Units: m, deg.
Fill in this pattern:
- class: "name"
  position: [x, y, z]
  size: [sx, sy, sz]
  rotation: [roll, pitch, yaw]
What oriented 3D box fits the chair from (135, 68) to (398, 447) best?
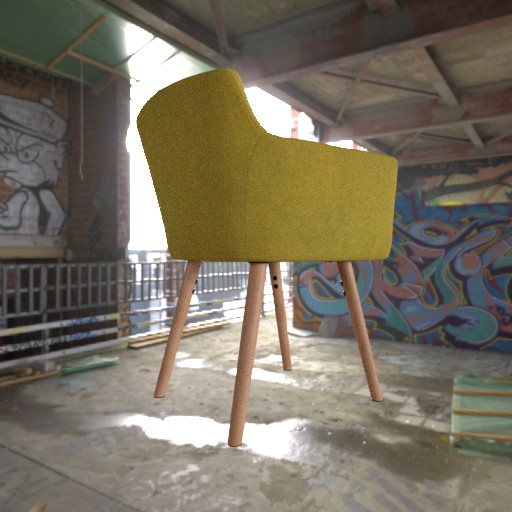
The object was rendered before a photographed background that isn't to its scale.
- class: "chair"
  position: [0.000, 0.000, 1.191]
  size: [0.570, 0.780, 0.570]
  rotation: [-1, 1, -36]
